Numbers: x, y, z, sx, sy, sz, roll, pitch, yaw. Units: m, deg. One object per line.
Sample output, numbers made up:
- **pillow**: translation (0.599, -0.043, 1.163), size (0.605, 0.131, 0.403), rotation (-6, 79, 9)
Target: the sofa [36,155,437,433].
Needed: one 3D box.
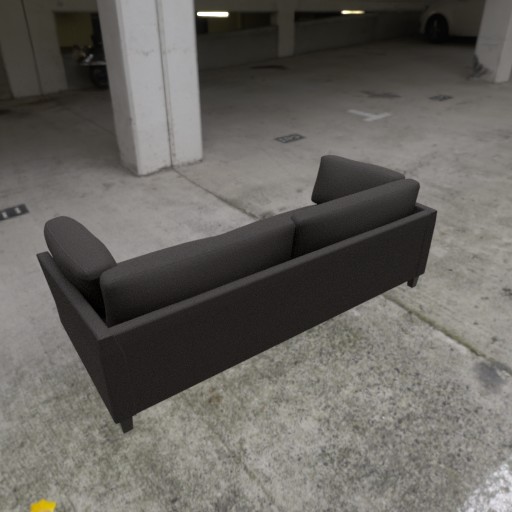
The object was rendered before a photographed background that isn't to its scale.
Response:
- **sofa**: translation (0.000, 0.000, 2.773), size (2.312, 0.792, 0.969), rotation (-19, 35, -30)
